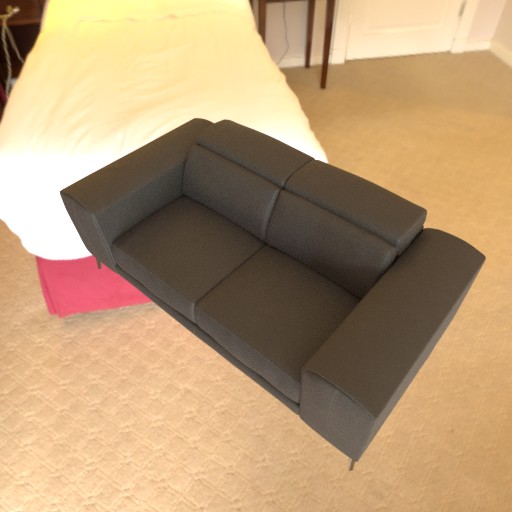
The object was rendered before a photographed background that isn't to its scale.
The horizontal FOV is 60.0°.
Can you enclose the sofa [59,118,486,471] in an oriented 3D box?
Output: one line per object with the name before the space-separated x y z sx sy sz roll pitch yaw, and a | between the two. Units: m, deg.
sofa | 0.000 0.000 2.299 1.895 0.779 1.003 32 54 27
